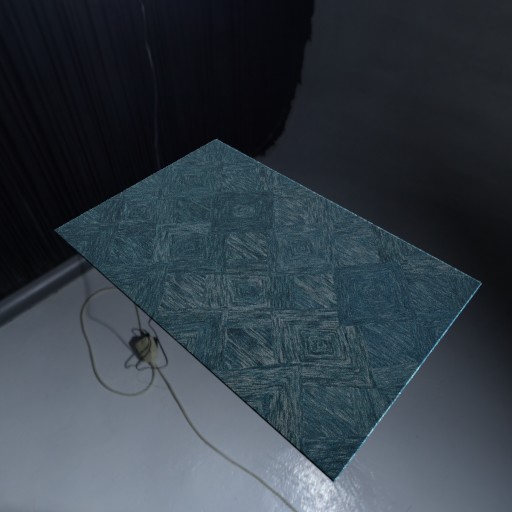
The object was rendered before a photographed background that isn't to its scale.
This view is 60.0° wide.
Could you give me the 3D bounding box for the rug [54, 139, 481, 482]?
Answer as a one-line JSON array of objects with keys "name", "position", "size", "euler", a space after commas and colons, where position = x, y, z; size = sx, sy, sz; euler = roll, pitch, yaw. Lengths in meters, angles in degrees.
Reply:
[{"name": "rug", "position": [0.000, 0.000, 2.787], "size": [2.277, 0.015, 1.490], "euler": [34, 56, 27]}]
